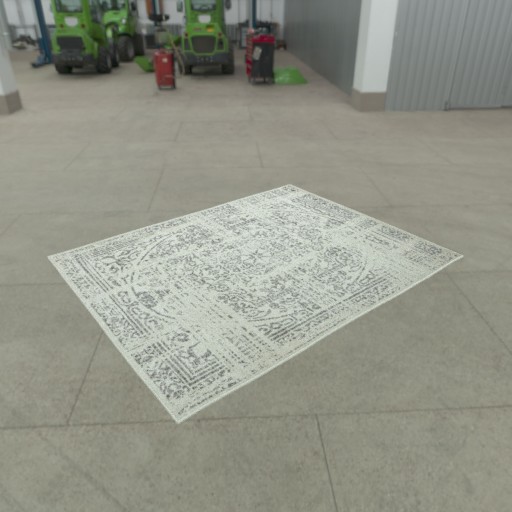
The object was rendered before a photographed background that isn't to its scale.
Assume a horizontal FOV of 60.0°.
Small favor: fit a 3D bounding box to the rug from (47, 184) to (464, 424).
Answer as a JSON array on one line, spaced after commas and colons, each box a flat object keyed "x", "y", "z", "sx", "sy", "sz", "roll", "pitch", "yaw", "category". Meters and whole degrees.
[{"x": 0.000, "y": 0.000, "z": 3.935, "sx": 2.921, "sy": 0.032, "sz": 2.311, "roll": -22, "pitch": 36, "yaw": -33, "category": "rug"}]
